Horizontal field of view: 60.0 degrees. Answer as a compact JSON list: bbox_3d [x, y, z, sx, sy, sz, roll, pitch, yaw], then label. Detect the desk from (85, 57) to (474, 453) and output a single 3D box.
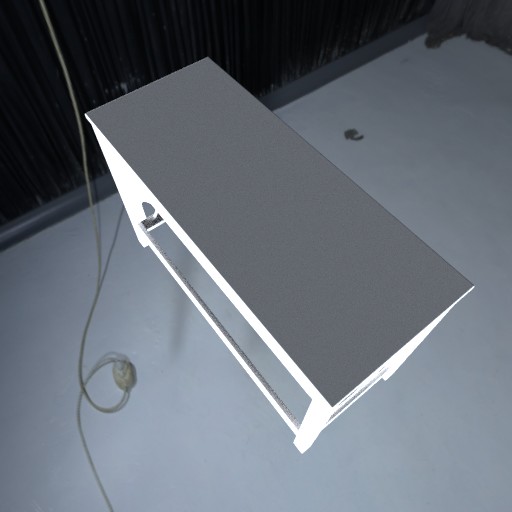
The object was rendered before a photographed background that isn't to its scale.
[{"bbox_3d":[0.000,0.000,1.618,0.504,0.762,1.191,-34,64,-19],"label":"desk"}]
